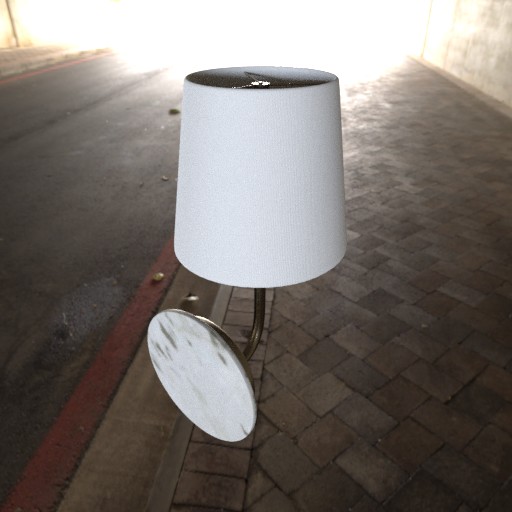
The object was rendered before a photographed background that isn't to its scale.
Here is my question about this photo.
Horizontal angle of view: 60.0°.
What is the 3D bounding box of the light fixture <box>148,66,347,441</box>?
[{"bbox_3d":[0.000,0.000,0.446,0.168,0.337,0.188,22,37,33],"label":"light fixture"}]
